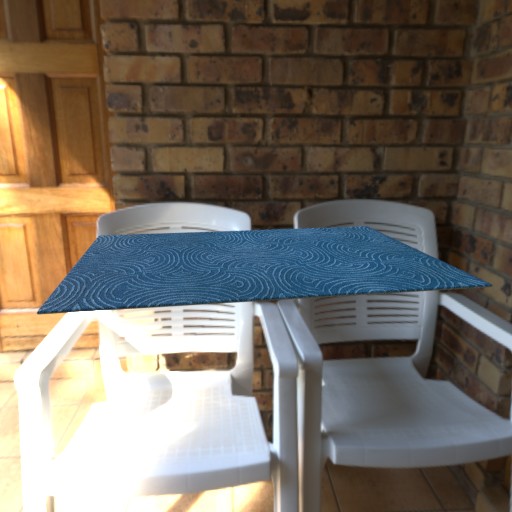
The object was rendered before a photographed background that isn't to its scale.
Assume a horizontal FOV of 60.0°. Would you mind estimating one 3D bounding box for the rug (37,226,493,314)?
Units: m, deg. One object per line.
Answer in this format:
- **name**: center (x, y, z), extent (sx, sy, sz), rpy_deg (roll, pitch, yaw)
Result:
- **rug**: center (0.000, 0.000, 2.780), extent (2.144, 0.015, 1.543), rpy_deg (-3, 15, -9)
